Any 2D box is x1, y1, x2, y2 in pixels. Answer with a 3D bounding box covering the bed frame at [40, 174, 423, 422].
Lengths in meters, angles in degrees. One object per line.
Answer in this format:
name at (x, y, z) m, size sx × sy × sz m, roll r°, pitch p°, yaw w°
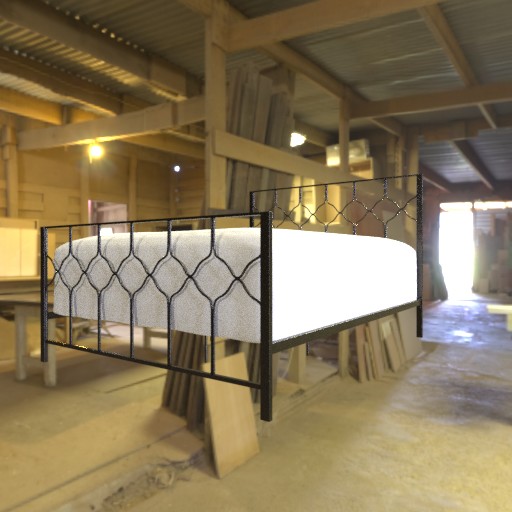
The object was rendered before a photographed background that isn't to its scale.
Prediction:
bed frame at (0.000, 0.000, 2.943) m, size 1.597 × 1.222 × 2.063 m, roll 0°, pitch 0°, yaw 36°
